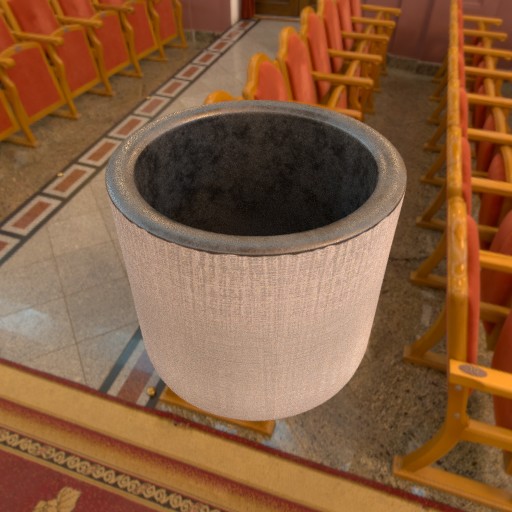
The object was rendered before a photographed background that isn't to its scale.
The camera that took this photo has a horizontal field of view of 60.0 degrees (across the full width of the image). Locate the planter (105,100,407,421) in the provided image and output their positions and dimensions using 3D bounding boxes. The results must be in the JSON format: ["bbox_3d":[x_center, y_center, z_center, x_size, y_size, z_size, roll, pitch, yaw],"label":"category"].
[{"bbox_3d":[0.000,0.000,0.222,0.125,0.112,0.125,0,41,0],"label":"planter"}]
